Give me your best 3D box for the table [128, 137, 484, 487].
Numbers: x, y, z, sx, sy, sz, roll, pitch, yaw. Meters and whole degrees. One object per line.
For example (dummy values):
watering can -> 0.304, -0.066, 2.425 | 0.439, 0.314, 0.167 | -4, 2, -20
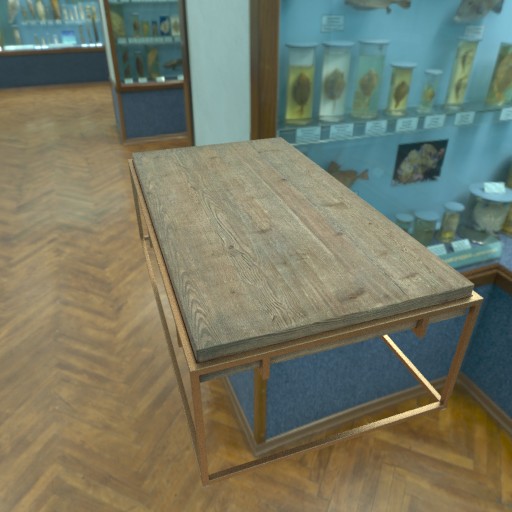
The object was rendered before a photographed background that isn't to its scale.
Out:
table -> 0.000, 0.000, 1.706 | 0.775, 0.468, 1.387 | -10, 33, -16
